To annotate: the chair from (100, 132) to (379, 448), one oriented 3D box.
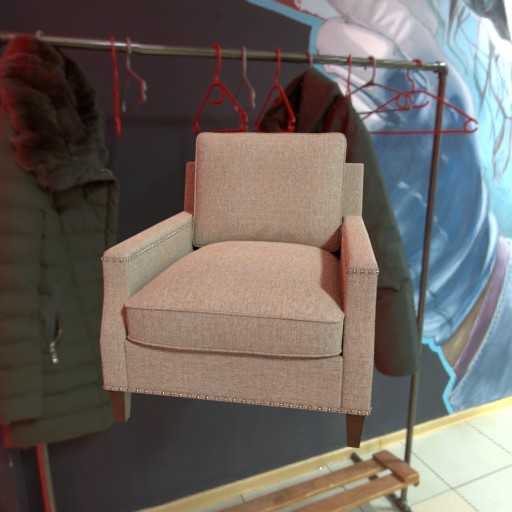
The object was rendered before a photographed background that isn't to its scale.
[{"bbox_3d":[0.000,0.000,1.735,0.853,0.943,1.014,3,15,9],"label":"chair"}]
